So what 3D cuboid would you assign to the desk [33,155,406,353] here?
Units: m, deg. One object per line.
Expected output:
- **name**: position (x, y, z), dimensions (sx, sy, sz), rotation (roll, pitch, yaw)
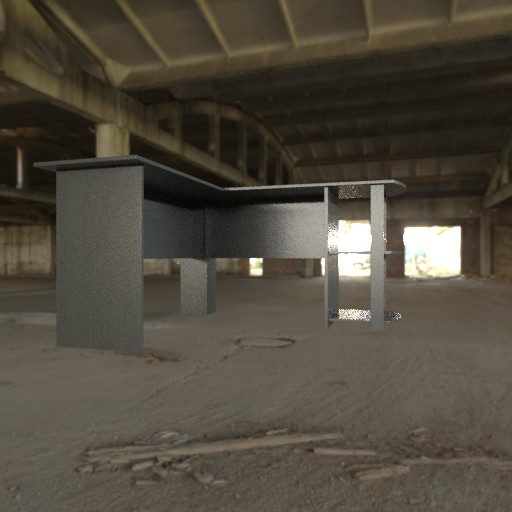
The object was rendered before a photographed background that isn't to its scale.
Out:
- **desk**: position (0.000, 0.000, 2.100), dimensions (1.361, 0.716, 1.303), rotation (0, 0, 18)
